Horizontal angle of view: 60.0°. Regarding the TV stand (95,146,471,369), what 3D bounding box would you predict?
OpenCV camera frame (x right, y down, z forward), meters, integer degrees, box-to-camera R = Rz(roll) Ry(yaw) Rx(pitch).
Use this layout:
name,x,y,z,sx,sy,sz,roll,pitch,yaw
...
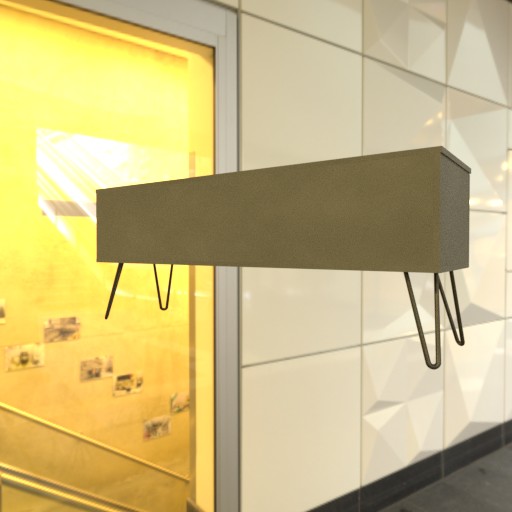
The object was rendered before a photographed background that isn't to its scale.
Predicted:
name,x,y,z,sx,sy,sz,roll,pitch,yaw
TV stand,0.000,0.000,1.656,1.400,0.560,0.400,1,1,35
